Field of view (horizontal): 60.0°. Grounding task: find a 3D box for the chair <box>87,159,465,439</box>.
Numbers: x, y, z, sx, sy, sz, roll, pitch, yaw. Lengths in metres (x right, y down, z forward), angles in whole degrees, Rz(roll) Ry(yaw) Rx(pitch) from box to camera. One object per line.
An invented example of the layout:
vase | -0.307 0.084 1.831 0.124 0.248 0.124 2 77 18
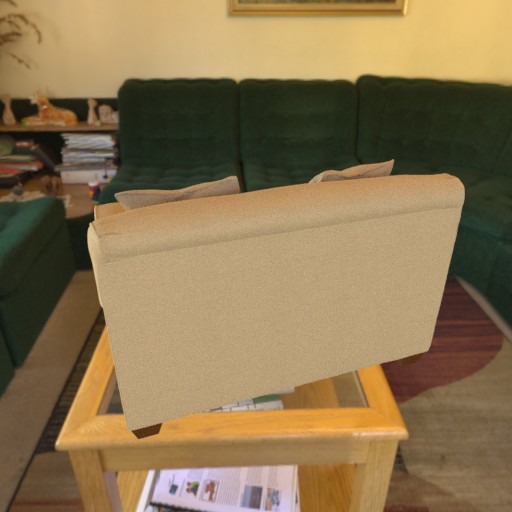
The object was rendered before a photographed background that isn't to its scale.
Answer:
chair | 0.000 0.000 2.072 1.383 0.948 1.000 -10 30 -17
